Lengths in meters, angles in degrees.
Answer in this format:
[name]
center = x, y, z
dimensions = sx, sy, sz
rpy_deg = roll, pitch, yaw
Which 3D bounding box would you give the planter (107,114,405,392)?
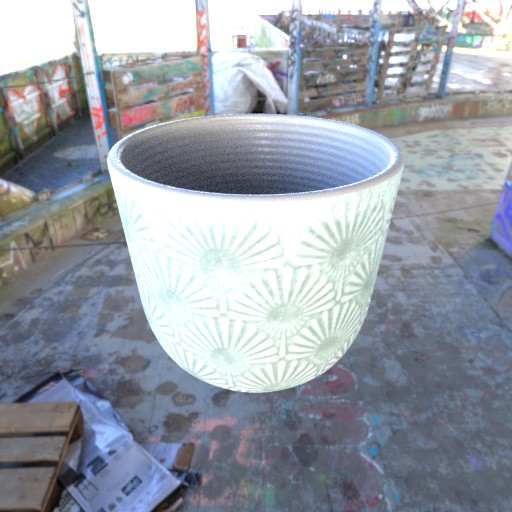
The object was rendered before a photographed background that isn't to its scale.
[planter]
center = 0.000, 0.000, 0.299
dimensions = 0.170, 0.152, 0.170
rpy_deg = 0, 30, 0
